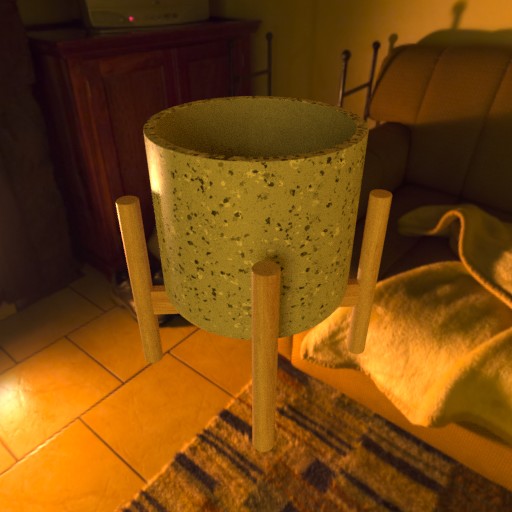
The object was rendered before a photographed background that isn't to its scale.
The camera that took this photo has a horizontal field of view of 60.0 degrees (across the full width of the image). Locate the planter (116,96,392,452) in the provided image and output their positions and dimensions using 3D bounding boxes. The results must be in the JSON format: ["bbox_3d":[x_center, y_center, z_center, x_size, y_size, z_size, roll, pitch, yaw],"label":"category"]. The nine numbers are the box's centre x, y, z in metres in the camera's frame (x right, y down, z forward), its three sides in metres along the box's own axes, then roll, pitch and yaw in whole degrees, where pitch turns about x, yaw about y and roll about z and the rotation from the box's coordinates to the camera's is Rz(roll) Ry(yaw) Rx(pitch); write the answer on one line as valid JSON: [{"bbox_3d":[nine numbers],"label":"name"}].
[{"bbox_3d":[0.000,0.000,0.532,0.284,0.320,0.284,11,34,16],"label":"planter"}]
